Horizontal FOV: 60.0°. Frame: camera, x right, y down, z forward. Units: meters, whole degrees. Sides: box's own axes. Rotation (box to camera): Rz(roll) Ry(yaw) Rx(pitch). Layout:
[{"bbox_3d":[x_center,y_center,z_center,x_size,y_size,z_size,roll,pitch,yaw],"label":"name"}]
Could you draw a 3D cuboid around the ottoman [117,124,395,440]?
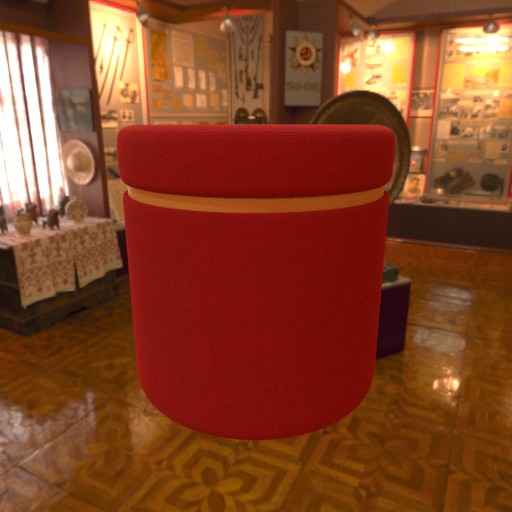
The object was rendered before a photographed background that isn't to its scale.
[{"bbox_3d":[0.000,0.000,0.714,0.400,0.406,0.400,0,17,0],"label":"ottoman"}]
